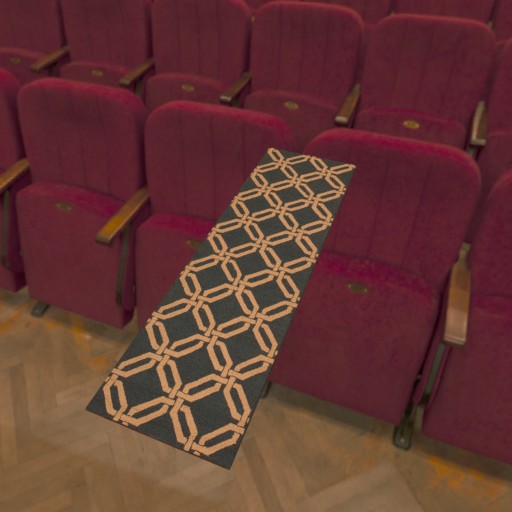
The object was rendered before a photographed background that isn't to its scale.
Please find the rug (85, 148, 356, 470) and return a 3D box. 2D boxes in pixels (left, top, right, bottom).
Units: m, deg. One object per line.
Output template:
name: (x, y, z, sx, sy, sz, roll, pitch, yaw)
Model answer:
rug: (0.000, 0.000, 2.560, 0.678, 0.014, 2.276, 15, 47, 15)
